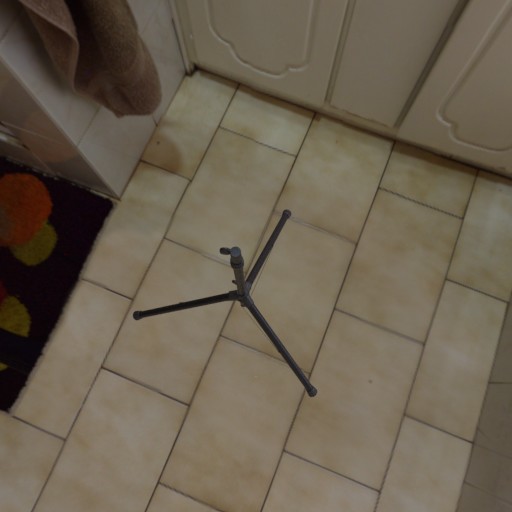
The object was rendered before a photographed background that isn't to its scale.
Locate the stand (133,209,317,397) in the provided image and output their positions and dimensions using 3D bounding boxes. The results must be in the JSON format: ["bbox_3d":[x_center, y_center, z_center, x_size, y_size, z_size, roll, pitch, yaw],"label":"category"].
[{"bbox_3d":[0.000,0.000,1.887,1.045,1.136,0.907,24,76,6],"label":"stand"}]
